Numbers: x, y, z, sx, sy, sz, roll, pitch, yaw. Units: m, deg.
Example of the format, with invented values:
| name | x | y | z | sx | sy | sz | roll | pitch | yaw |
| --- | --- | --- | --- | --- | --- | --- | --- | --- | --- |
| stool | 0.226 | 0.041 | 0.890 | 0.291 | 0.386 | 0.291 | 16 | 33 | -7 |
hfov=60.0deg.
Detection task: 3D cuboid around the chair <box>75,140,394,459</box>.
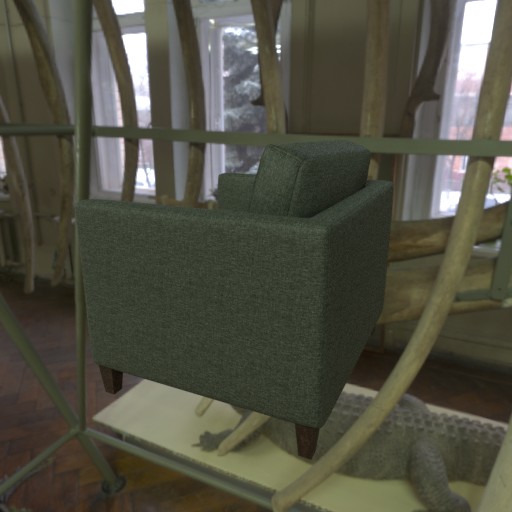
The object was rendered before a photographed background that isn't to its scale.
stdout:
| name | x | y | z | sx | sy | sz | roll | pitch | yaw |
| --- | --- | --- | --- | --- | --- | --- | --- | --- | --- |
| chair | 0.000 | 0.000 | 1.885 | 0.959 | 0.963 | 1.107 | 8 | 18 | 24 |
